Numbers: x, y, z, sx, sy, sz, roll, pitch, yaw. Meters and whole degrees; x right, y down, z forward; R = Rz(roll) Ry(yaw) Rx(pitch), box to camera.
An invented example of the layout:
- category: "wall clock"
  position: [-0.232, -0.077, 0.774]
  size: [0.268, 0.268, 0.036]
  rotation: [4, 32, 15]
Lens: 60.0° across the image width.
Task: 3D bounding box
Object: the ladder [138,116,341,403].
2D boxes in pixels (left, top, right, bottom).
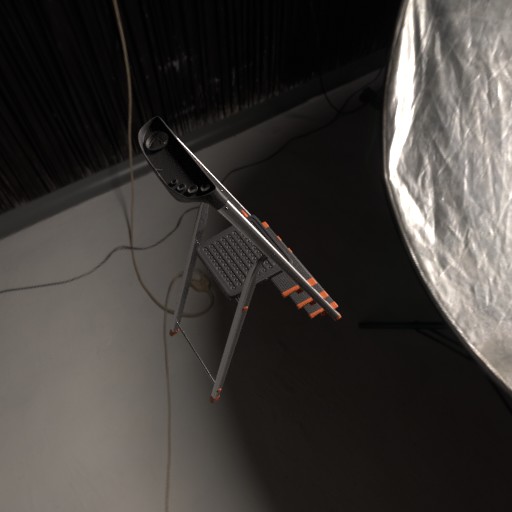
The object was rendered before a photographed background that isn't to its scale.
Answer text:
- category: "ladder"
  position: [0.000, 0.000, 1.815]
  size: [0.834, 1.429, 0.452]
  rotation: [-30, 63, -17]
